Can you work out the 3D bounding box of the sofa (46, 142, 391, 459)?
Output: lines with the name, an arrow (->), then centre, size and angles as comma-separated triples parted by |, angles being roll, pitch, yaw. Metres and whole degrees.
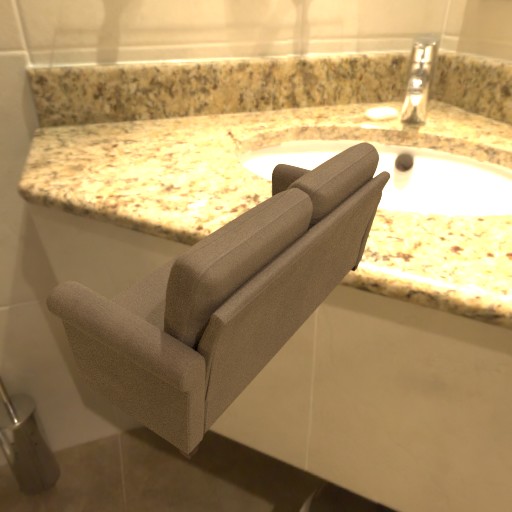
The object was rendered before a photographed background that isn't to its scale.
sofa -> 0.000, 0.000, 2.410 | 0.842, 0.942, 1.935 | 20, 37, 28
